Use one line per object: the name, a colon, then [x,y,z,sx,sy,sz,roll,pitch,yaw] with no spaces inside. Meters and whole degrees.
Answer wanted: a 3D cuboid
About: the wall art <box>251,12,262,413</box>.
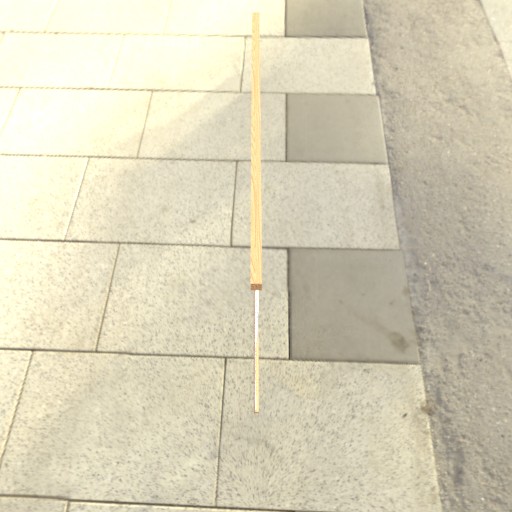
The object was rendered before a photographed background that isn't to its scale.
wall art: [0.000,0.000,1.894,0.025,1.521,1.011,0,60,0]
